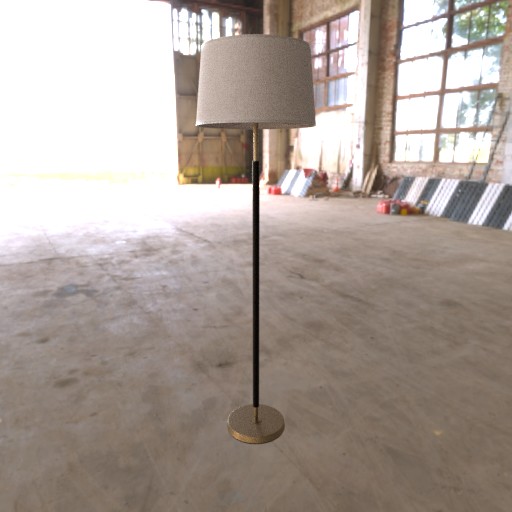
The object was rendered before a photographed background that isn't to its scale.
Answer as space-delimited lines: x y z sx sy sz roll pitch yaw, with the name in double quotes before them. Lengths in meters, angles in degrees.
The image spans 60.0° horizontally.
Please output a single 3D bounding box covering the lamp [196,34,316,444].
"lamp" 0.000 0.000 1.668 0.420 1.447 0.420 0 13 0
